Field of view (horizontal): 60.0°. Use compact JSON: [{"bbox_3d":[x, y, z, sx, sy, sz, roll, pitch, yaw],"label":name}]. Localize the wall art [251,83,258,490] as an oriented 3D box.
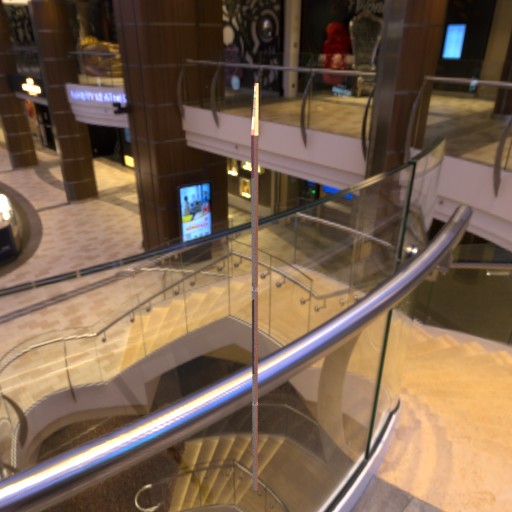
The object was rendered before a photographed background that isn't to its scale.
[{"bbox_3d":[0.000,0.000,1.360,0.012,0.910,0.911,0,26,0],"label":"wall art"}]
